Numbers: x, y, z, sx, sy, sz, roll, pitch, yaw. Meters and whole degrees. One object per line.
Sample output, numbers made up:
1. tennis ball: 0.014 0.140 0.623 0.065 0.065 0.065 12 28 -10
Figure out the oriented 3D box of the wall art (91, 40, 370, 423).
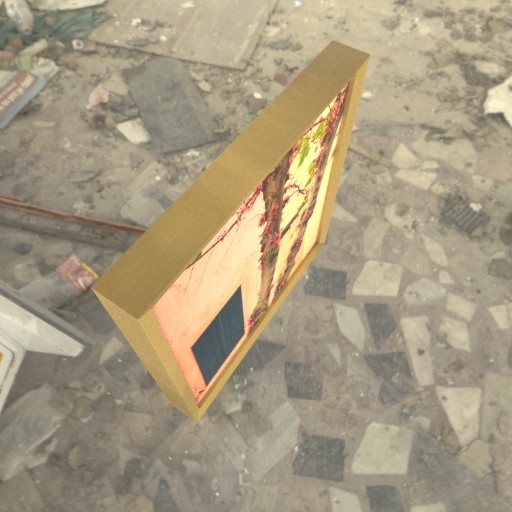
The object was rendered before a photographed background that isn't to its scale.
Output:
1. wall art: 0.000 0.000 0.461 0.038 0.305 0.304 30 63 17
